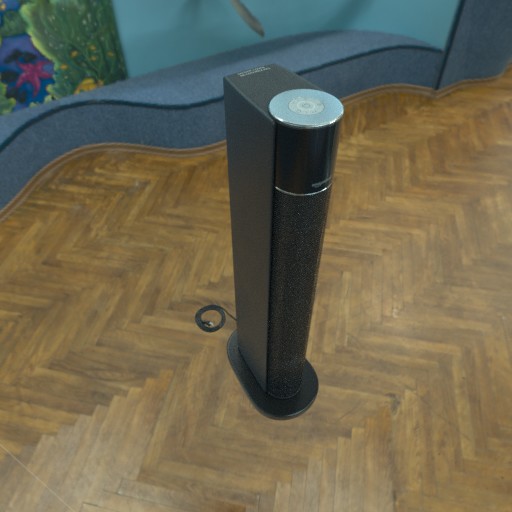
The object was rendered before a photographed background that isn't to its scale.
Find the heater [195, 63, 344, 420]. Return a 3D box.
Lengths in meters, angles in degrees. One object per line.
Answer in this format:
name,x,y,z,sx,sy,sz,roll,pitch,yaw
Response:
heater,0.000,0.000,1.025,0.214,0.856,0.458,-24,51,-21
